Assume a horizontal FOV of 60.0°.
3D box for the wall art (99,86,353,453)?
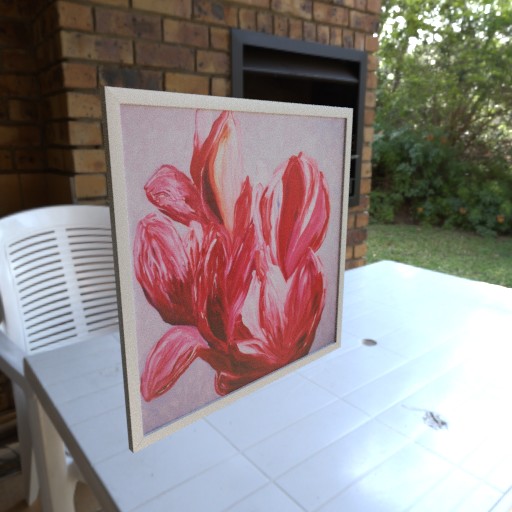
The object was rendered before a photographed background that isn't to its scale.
[{"bbox_3d":[0.000,0.000,1.208,0.805,0.803,0.022,-13,19,-42],"label":"wall art"}]
